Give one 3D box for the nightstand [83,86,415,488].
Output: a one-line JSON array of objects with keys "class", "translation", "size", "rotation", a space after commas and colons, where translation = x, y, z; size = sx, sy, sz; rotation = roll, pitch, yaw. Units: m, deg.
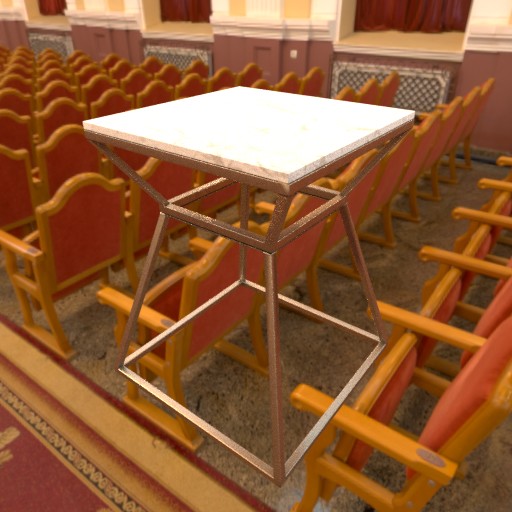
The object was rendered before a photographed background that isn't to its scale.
[{"class": "nightstand", "translation": [0.000, 0.000, 0.896], "size": [0.455, 0.554, 0.455], "rotation": [21, 37, 32]}]
